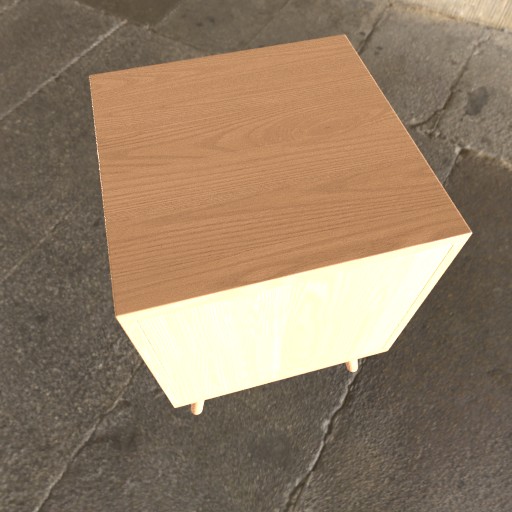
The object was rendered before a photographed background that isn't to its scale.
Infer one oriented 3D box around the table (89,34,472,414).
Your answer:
[{"bbox_3d":[0.000,0.000,0.808,0.400,0.550,0.400,-13,59,-8],"label":"table"}]
